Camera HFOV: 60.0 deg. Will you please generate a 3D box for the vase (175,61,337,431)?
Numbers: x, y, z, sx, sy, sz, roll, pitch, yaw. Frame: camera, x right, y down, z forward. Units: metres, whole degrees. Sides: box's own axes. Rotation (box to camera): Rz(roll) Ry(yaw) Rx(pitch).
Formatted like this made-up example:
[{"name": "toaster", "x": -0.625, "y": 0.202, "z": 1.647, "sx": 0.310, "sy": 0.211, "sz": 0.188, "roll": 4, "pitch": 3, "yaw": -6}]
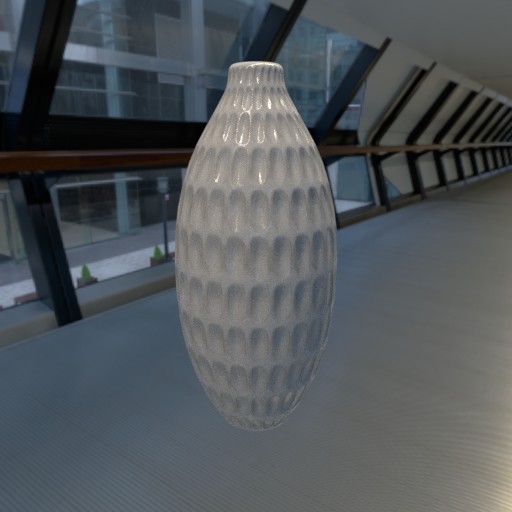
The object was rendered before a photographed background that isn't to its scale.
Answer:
[{"name": "vase", "x": 0.000, "y": 0.000, "z": 0.353, "sx": 0.127, "sy": 0.282, "sz": 0.127, "roll": 0, "pitch": 16, "yaw": 0}]
